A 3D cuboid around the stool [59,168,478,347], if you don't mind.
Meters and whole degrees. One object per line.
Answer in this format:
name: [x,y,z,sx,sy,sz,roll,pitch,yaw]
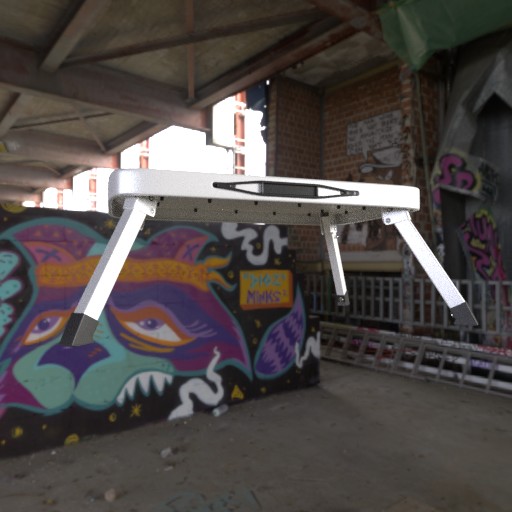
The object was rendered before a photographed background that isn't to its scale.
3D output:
stool: [0.000,0.000,0.602,0.460,0.170,0.320,0,-2,-18]
